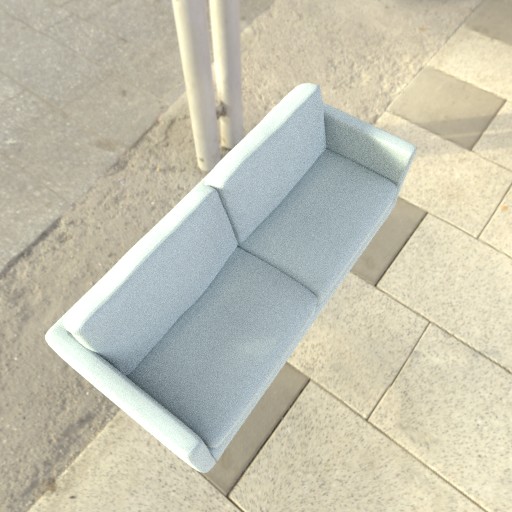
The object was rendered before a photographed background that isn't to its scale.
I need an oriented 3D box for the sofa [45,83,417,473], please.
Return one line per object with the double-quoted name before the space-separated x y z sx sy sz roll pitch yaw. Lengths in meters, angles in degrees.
"sofa" 0.000 0.000 2.646 0.951 0.965 2.208 32 64 18
